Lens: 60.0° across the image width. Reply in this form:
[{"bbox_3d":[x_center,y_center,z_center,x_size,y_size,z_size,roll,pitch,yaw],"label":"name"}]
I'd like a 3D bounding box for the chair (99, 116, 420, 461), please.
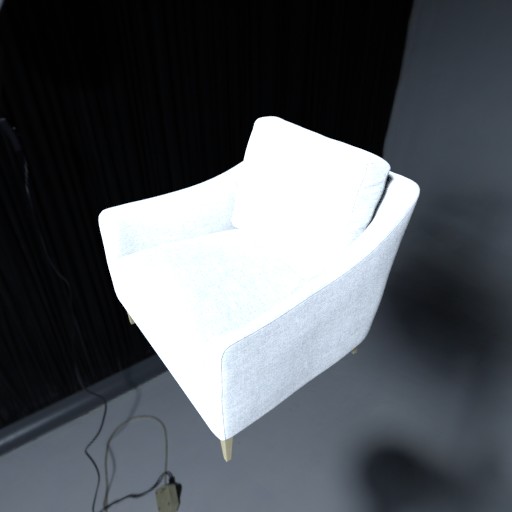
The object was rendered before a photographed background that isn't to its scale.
[{"bbox_3d":[0.000,0.000,1.786,0.961,0.902,0.986,-21,38,-29],"label":"chair"}]
